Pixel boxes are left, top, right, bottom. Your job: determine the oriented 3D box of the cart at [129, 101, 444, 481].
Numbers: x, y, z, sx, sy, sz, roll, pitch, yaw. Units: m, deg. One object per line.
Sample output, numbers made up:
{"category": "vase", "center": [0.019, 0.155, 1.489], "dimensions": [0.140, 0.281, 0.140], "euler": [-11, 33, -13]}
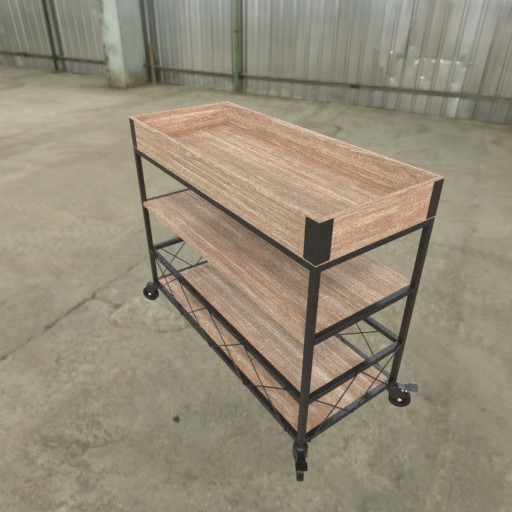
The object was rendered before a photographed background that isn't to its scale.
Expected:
{"category": "cart", "center": [0.000, 0.000, 1.494], "dimensions": [0.500, 0.787, 1.101], "euler": [-20, 37, -30]}
